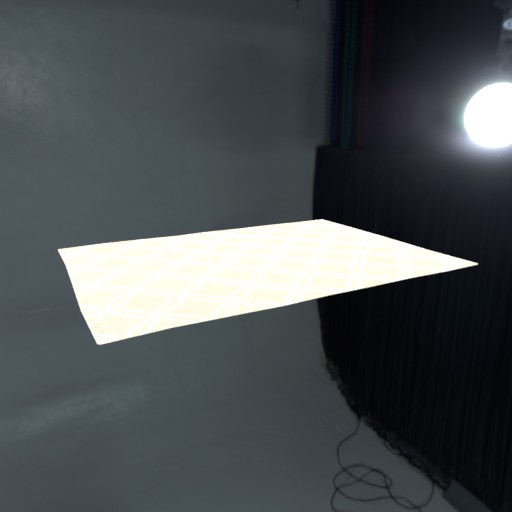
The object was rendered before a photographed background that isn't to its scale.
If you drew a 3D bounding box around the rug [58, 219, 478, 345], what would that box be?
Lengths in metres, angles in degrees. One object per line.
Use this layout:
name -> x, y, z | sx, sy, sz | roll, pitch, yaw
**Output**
rug -> 0.000, 0.000, 2.727 | 2.135, 0.013, 1.524 | -8, 18, -27
